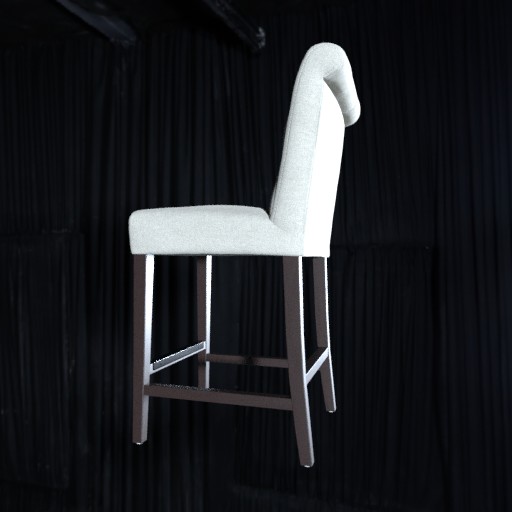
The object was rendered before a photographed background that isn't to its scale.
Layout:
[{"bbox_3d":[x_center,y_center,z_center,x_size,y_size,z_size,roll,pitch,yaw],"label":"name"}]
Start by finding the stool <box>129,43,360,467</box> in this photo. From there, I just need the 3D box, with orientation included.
[{"bbox_3d":[0.000,0.000,1.358,0.601,1.040,0.493,0,-1,18],"label":"stool"}]
